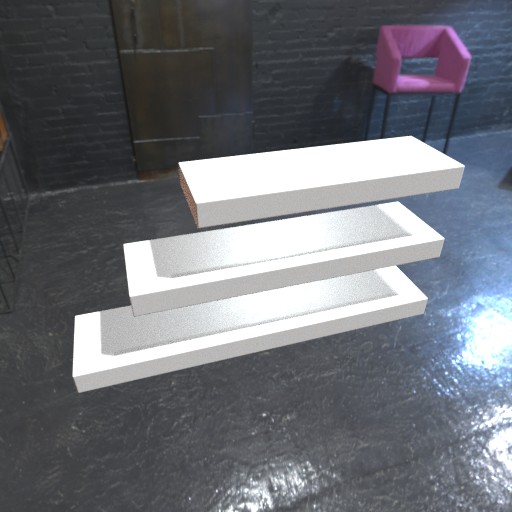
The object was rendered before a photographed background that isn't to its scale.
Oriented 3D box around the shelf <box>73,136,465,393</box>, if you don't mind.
[{"bbox_3d":[0.000,0.000,0.723,0.610,0.293,0.140,-10,35,-14],"label":"shelf"}]
